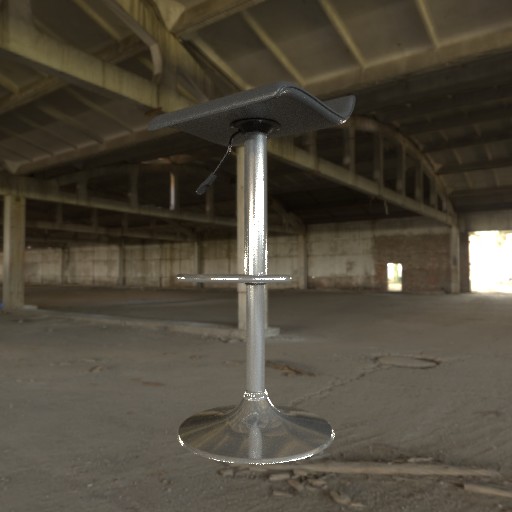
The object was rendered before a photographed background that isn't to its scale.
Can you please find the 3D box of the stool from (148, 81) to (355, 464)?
[{"bbox_3d":[0.000,0.000,1.097,0.381,0.851,0.381,-1,-2,35],"label":"stool"}]
